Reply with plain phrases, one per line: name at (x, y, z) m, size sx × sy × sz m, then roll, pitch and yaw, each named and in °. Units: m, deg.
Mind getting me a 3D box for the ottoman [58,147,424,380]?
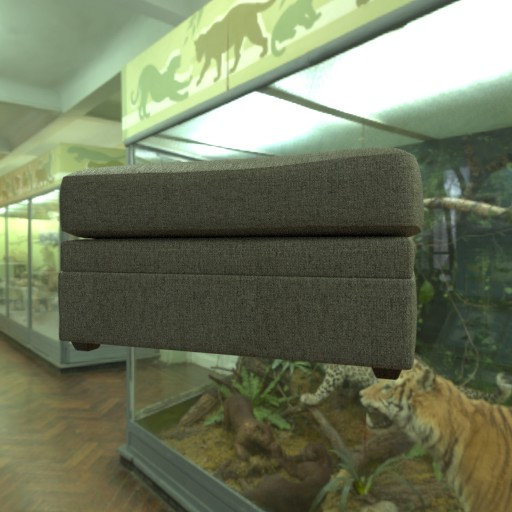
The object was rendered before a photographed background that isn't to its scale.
ottoman at (0.000, 0.000, 1.257) m, size 0.885 × 0.478 × 0.637 m, roll 0°, pitch 1°, yaw 19°
